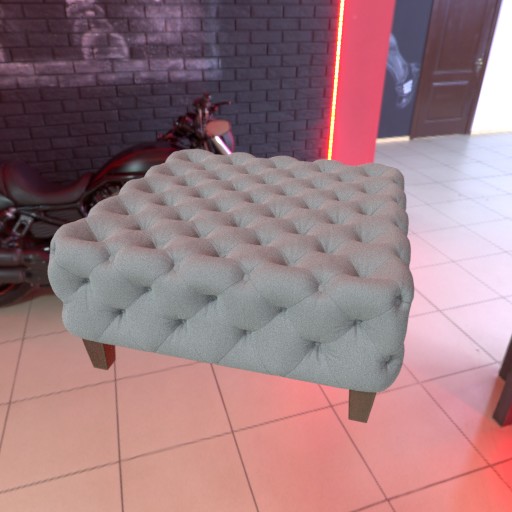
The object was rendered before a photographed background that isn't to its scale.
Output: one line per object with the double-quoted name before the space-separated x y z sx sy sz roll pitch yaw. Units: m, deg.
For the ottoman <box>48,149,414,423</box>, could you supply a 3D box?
"ottoman" 0.000 0.000 1.444 0.917 0.439 0.911 7 30 13
